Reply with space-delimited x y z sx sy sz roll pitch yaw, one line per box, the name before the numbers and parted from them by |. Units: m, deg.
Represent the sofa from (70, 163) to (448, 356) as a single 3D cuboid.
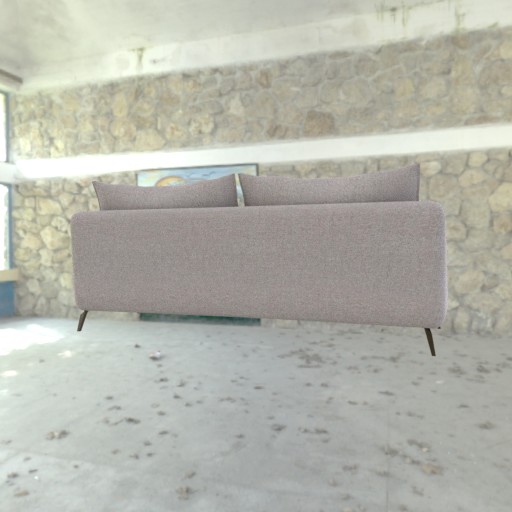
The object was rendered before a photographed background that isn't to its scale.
sofa | 0.000 0.000 2.490 2.022 0.833 0.809 0 1 18
